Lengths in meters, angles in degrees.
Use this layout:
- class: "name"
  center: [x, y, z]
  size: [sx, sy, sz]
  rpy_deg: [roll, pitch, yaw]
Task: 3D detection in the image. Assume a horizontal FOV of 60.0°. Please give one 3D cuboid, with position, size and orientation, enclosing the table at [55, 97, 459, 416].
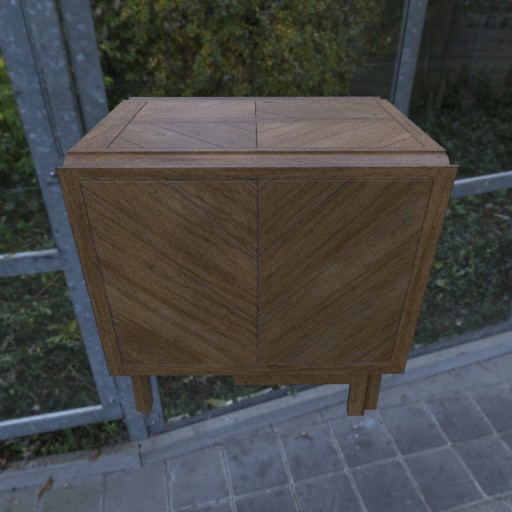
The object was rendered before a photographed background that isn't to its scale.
- class: "table"
  center: [0.000, 0.000, 1.264]
  size: [0.746, 0.763, 0.591]
  rpy_deg: [0, 32, -1]
